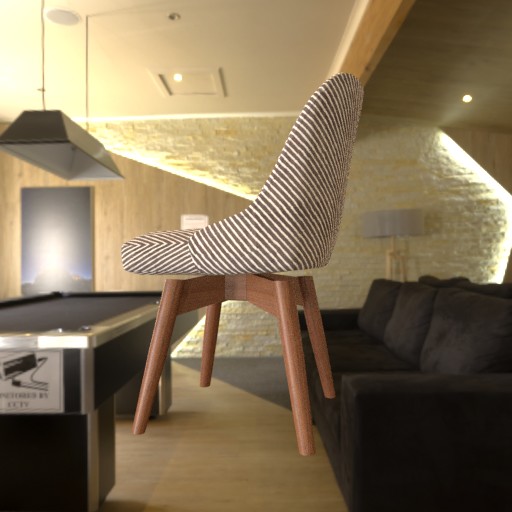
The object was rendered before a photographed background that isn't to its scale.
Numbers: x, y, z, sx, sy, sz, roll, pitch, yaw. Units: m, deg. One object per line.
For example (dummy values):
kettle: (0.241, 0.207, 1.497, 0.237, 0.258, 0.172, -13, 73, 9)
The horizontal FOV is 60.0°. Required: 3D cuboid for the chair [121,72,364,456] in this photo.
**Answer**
chair: (0.000, 0.000, 1.247, 0.591, 0.883, 0.504, 0, -1, 16)
